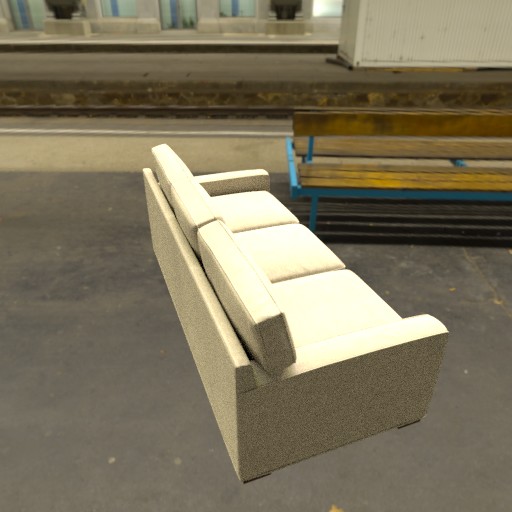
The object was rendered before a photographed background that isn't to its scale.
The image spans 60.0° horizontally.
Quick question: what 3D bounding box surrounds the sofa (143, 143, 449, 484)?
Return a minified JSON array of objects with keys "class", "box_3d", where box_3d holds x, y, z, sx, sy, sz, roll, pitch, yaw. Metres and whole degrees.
[{"class":"sofa","box_3d":[0.000,0.000,2.566,0.936,0.862,2.093,-11,32,-18]}]
